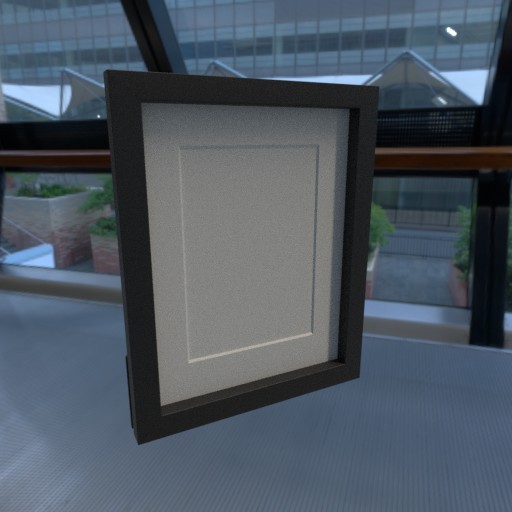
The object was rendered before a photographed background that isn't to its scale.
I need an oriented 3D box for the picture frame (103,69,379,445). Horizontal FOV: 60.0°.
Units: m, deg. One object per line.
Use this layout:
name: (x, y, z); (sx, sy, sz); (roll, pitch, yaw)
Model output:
picture frame: (0.000, 0.000, 0.516); (0.307, 0.383, 0.036); (-8, 17, -26)
